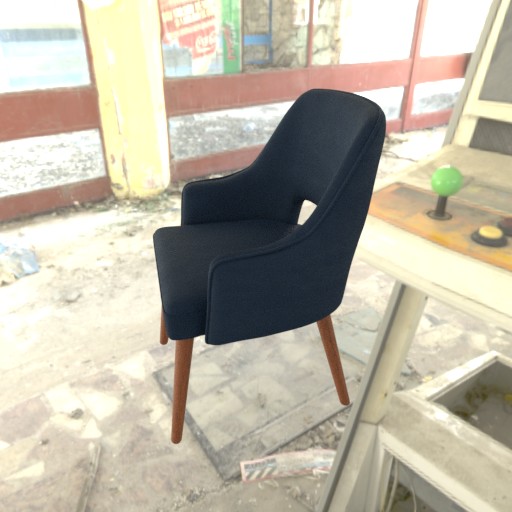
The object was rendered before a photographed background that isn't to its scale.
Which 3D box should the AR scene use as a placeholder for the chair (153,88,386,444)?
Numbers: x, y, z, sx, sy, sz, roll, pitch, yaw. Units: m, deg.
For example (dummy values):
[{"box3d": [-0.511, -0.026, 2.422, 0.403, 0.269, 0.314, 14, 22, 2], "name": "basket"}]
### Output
[{"box3d": [0.000, 0.000, 1.255, 0.591, 0.844, 0.559, -7, 29, -13], "name": "chair"}]
